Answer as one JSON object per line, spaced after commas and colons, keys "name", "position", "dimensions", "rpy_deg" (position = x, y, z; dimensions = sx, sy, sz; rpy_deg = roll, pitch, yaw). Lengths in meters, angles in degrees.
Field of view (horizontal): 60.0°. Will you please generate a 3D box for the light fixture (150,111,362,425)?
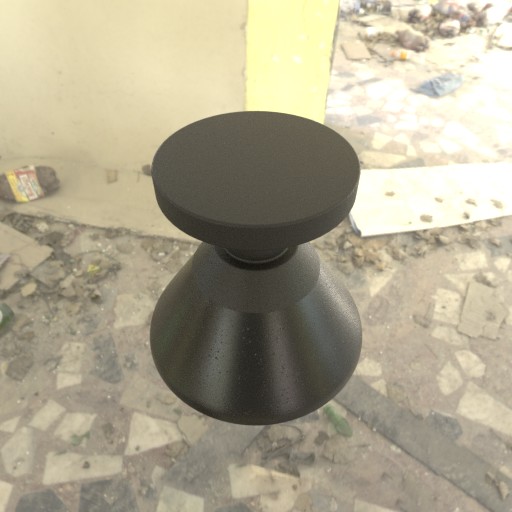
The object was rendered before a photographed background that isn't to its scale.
{"name": "light fixture", "position": [0.000, 0.000, 0.361], "dimensions": [0.200, 0.183, 0.200], "rpy_deg": [0, 45, 0]}
